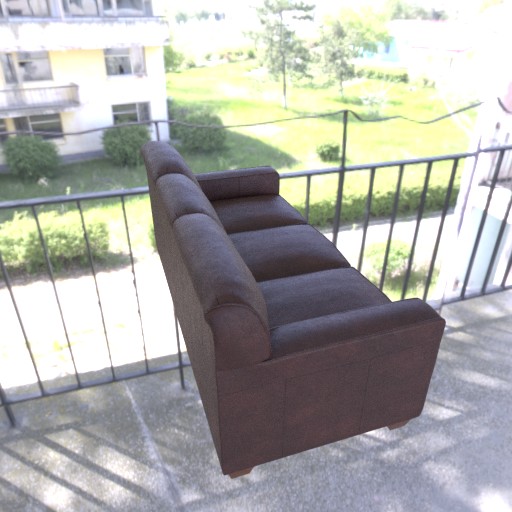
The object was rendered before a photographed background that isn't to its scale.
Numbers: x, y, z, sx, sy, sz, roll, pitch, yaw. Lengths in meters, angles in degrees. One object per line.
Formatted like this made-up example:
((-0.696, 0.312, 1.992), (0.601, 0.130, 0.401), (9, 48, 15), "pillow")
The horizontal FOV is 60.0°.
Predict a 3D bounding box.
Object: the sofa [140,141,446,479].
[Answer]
((0.000, 0.000, 2.530), (1.008, 0.953, 2.039), (-9, 31, -16), "sofa")
